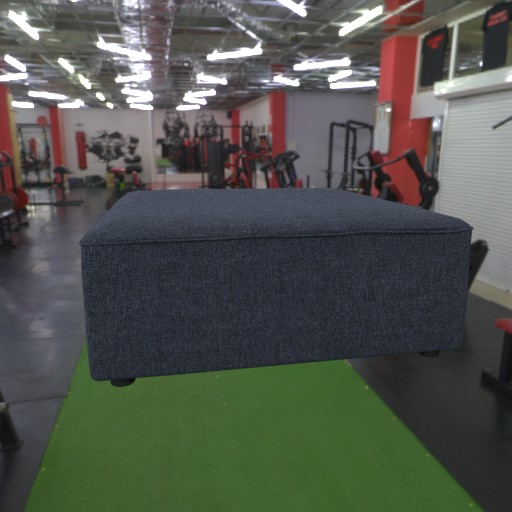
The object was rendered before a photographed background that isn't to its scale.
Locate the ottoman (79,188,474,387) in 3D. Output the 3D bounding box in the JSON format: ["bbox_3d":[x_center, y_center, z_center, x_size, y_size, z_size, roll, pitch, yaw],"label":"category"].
[{"bbox_3d":[0.000,0.000,1.587,1.017,0.423,1.023,-2,14,-10],"label":"ottoman"}]
